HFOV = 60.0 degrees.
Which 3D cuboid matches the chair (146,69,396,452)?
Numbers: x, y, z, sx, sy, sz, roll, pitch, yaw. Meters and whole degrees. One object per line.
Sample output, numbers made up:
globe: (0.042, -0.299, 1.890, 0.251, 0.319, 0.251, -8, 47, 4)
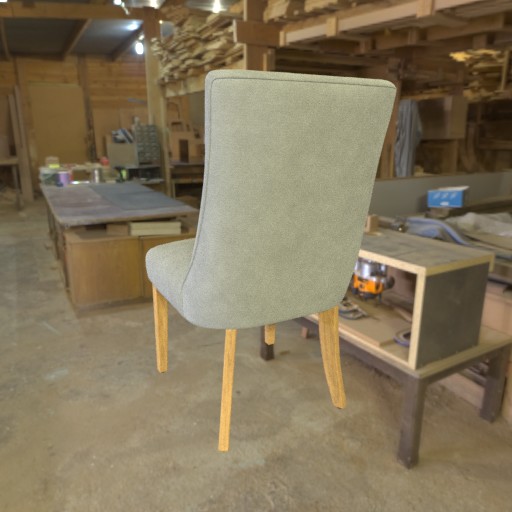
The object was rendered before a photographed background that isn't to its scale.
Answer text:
chair: (0.000, 0.000, 1.252, 0.495, 0.902, 0.610, -8, 18, -27)
